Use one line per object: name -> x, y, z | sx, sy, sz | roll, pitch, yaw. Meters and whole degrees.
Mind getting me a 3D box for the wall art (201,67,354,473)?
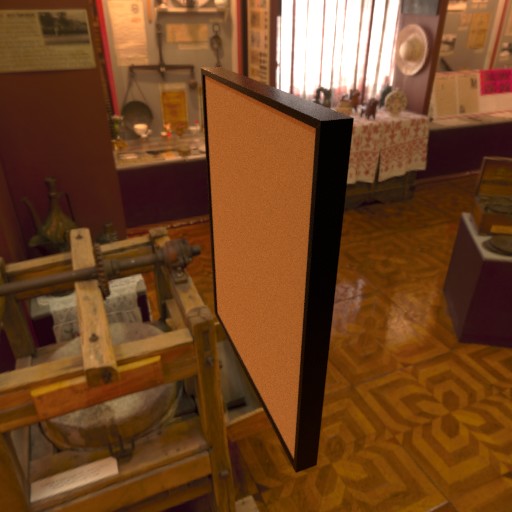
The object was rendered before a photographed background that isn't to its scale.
wall art -> 0.000, 0.000, 0.762 | 0.039, 0.553, 0.451 | -11, 31, -18
